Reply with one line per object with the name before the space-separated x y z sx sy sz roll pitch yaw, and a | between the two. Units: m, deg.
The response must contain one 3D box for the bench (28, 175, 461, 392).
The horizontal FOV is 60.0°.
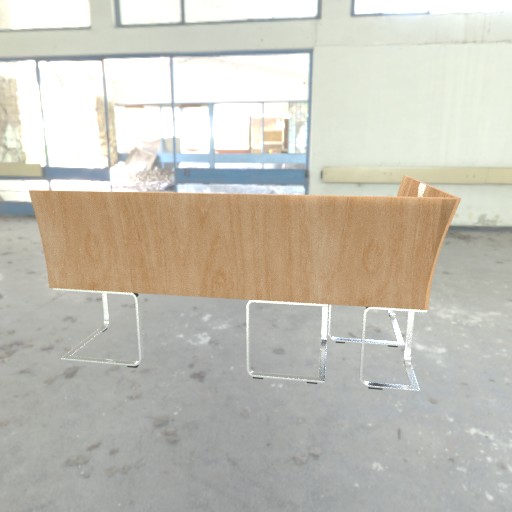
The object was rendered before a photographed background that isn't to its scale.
bench | 0.000 0.000 2.778 1.945 0.930 1.495 2 14 10
